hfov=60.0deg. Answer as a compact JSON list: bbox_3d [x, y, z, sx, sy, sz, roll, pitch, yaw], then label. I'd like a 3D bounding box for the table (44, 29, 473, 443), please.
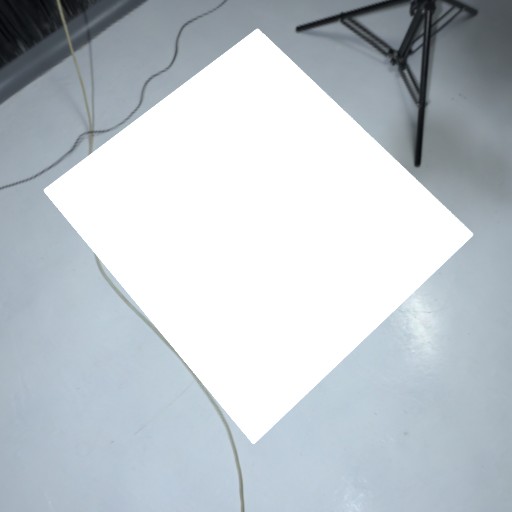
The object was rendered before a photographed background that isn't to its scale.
[{"bbox_3d":[0.000,0.000,0.943,0.442,0.565,0.488,-41,80,-9],"label":"table"}]
